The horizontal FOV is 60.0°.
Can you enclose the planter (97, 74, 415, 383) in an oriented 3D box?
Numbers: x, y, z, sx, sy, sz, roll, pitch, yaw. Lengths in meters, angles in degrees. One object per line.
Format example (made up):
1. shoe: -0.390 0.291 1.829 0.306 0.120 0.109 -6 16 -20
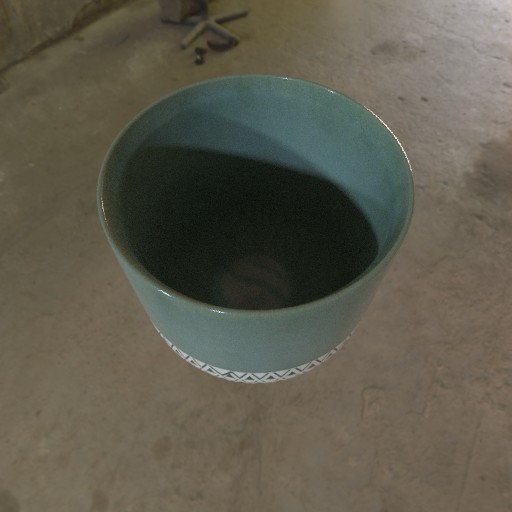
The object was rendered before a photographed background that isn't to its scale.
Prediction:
1. planter: 0.000 0.000 0.489 0.266 0.270 0.266 0 58 0
